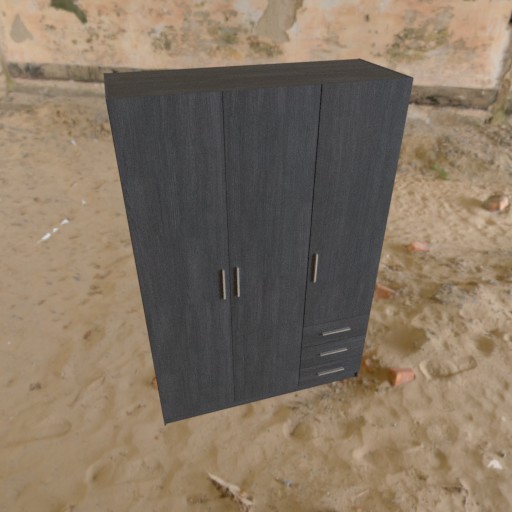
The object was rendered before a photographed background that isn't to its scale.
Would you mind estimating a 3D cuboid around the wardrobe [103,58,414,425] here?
[{"bbox_3d":[0.000,0.000,2.486,1.290,1.910,0.510,-9,34,-14],"label":"wardrobe"}]
